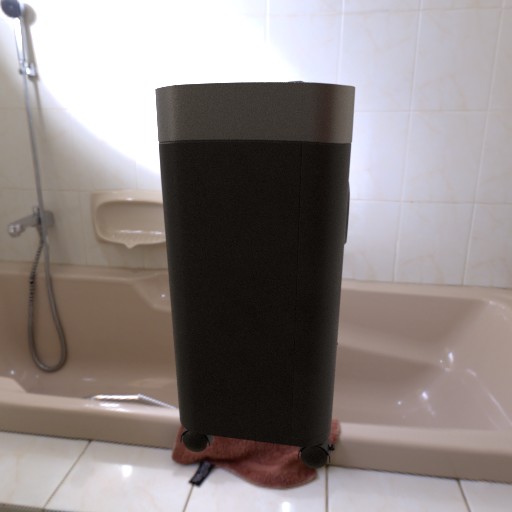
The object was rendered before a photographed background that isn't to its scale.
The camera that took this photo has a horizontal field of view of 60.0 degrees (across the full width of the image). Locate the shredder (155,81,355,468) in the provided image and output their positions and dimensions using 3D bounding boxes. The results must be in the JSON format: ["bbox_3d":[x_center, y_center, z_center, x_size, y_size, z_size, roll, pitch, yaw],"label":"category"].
[{"bbox_3d":[0.000,0.000,0.602,0.237,0.419,0.311,3,17,10],"label":"shredder"}]
